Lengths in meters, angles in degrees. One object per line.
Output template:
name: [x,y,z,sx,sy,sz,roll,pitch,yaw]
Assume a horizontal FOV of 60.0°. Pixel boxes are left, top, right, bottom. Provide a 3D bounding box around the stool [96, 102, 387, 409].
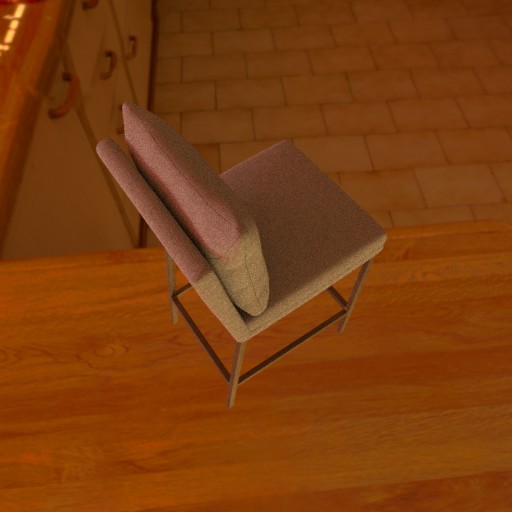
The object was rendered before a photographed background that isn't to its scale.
stool: [0.000,0.000,1.332,0.569,1.031,0.463,-31,63,-18]
